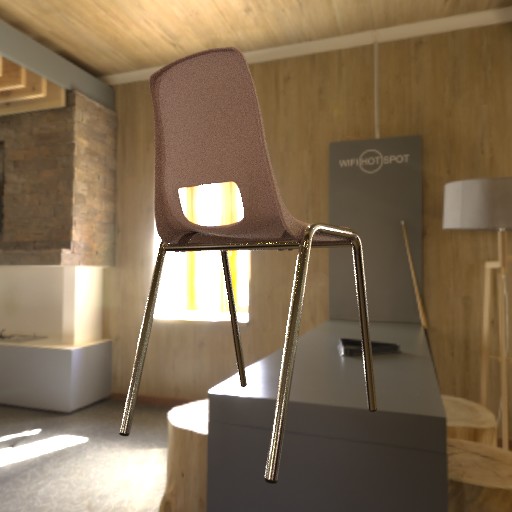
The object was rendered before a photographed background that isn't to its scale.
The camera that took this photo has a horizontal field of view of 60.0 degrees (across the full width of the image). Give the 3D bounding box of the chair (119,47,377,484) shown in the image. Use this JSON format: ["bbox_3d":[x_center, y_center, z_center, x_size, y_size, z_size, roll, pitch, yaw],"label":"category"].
[{"bbox_3d":[0.000,0.000,0.947,0.381,0.704,0.436,-1,-2,34],"label":"chair"}]
